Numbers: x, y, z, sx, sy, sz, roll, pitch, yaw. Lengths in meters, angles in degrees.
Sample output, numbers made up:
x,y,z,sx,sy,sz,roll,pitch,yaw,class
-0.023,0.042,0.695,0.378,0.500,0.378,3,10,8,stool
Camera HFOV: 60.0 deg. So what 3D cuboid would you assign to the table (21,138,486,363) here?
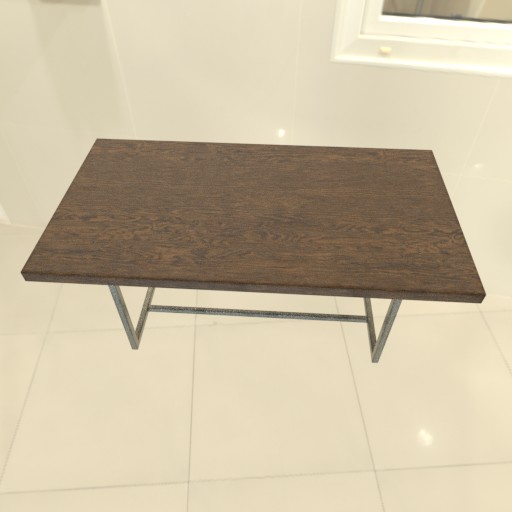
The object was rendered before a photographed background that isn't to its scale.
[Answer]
x,y,z,sx,sy,sz,roll,pitch,yaw,class
0.000,0.000,2.540,1.989,0.795,1.078,3,47,2,table
